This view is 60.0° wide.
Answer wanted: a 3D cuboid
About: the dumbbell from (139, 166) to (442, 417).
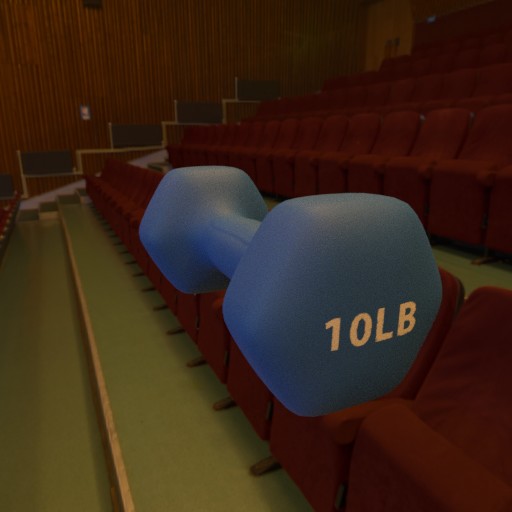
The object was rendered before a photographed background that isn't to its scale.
[{"bbox_3d":[0.000,0.000,0.264,0.103,0.093,0.212,-7,18,-24],"label":"dumbbell"}]
